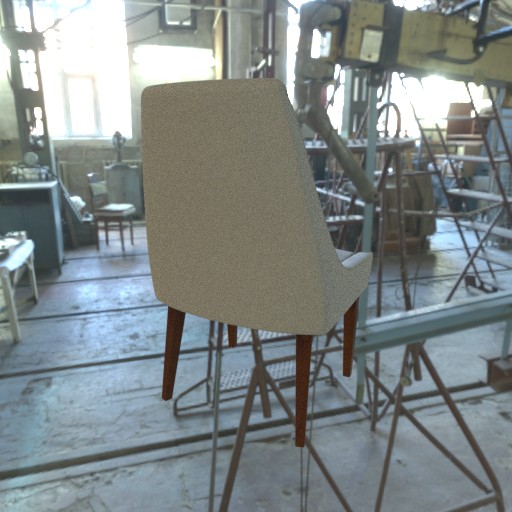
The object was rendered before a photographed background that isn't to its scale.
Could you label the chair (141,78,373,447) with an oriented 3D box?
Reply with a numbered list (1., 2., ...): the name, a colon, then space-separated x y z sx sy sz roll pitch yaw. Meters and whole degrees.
1. chair: 0.000 0.000 1.230 0.529 0.861 0.544 8 17 27
